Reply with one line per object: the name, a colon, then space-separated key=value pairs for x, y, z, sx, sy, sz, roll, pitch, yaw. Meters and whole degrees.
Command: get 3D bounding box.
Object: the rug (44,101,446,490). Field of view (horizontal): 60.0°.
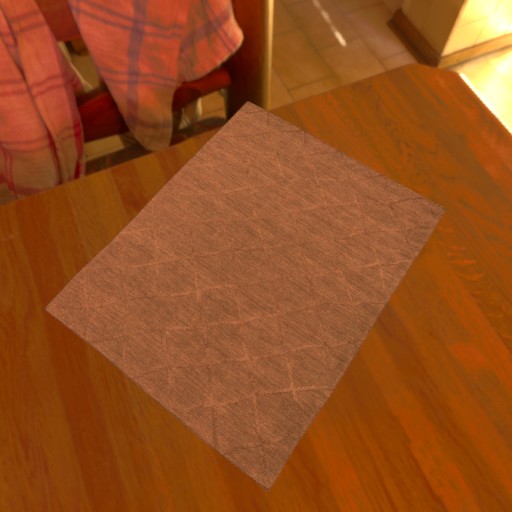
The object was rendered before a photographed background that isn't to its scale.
rug: x=0.000 y=0.000 z=4.121 sx=2.438 sy=0.013 sz=3.048 roll=33 pitch=69 yaw=15
